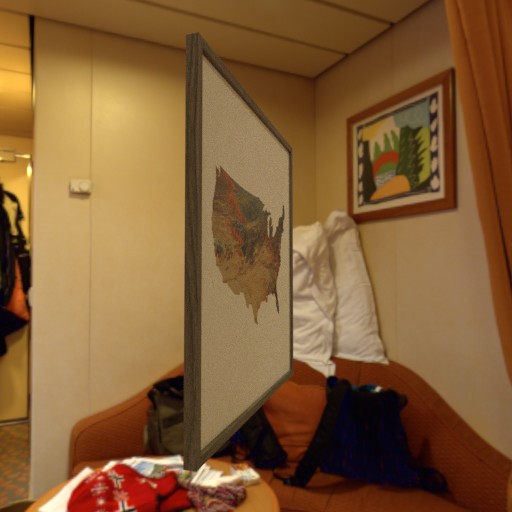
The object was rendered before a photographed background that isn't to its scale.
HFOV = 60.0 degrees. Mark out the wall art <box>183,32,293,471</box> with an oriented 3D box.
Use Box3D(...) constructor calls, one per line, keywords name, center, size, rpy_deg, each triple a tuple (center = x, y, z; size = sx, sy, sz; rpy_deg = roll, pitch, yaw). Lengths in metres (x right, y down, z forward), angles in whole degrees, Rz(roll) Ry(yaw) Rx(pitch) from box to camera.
Box3D(name="wall art", center=(0.000, 0.000, 0.755), size=(0.016, 0.507, 0.508), rpy_deg=(-1, -2, 17))
